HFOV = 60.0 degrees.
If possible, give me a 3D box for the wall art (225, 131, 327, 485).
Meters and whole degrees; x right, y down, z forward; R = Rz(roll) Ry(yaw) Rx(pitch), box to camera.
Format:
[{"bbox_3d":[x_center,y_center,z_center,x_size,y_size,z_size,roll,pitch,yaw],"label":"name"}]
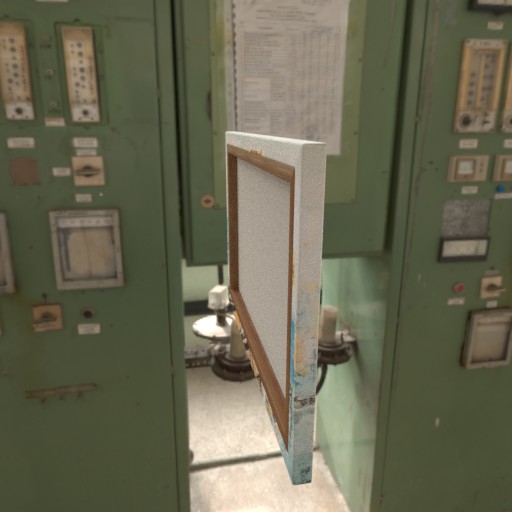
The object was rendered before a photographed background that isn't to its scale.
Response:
[{"bbox_3d":[0.000,0.000,1.156,0.038,0.609,0.913,-3,17,-10],"label":"wall art"}]
